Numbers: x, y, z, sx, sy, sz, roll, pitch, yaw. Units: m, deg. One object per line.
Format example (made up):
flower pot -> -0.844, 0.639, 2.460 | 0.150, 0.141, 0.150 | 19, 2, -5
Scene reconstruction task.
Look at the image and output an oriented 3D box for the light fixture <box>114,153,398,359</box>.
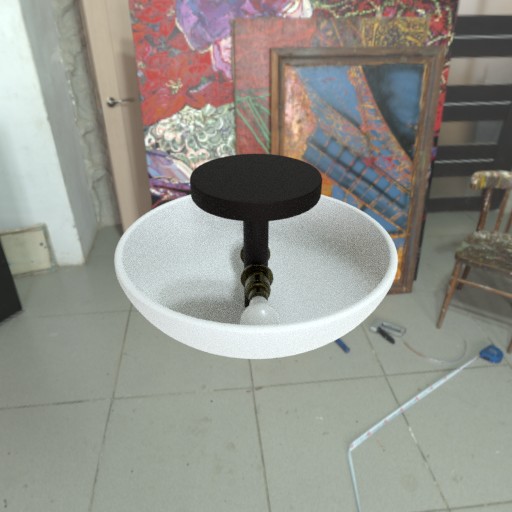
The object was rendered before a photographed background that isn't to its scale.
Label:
light fixture -> 0.000, 0.000, 0.546 | 0.331, 0.212, 0.331 | 0, 32, 0
